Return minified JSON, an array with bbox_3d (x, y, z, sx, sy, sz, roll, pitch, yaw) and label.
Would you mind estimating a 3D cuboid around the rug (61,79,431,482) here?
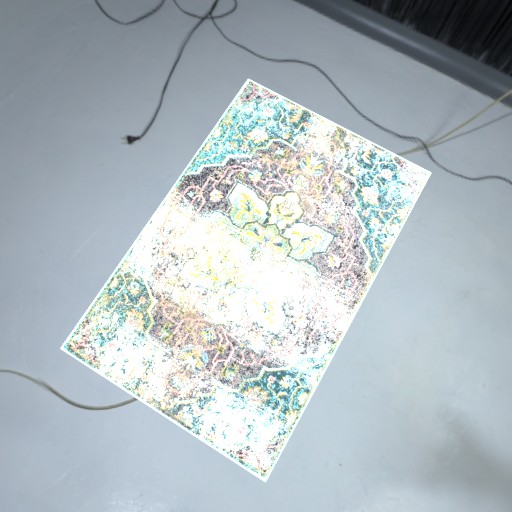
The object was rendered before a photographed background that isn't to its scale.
[{"bbox_3d":[0.000,0.000,2.999,1.566,0.004,2.363,31,77,8],"label":"rug"}]
